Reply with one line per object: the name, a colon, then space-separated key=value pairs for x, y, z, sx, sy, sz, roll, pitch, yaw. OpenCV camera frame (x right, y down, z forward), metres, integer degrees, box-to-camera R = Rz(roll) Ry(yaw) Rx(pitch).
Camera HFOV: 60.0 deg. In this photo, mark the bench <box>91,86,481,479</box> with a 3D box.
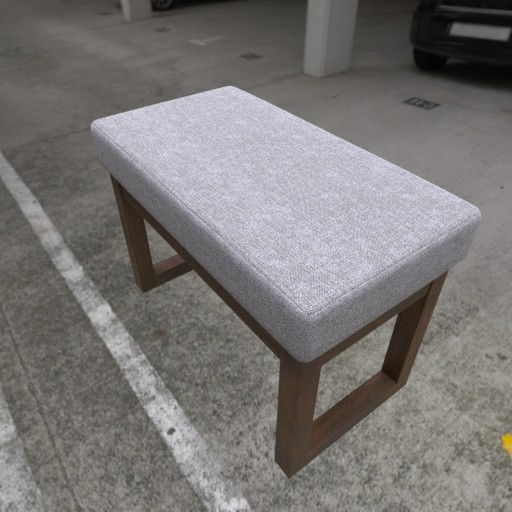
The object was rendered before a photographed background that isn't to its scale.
bench: x=0.000 y=0.000 z=0.933 sx=0.366 sy=0.467 sz=0.681 roll=-26 pitch=47 yaw=-27
